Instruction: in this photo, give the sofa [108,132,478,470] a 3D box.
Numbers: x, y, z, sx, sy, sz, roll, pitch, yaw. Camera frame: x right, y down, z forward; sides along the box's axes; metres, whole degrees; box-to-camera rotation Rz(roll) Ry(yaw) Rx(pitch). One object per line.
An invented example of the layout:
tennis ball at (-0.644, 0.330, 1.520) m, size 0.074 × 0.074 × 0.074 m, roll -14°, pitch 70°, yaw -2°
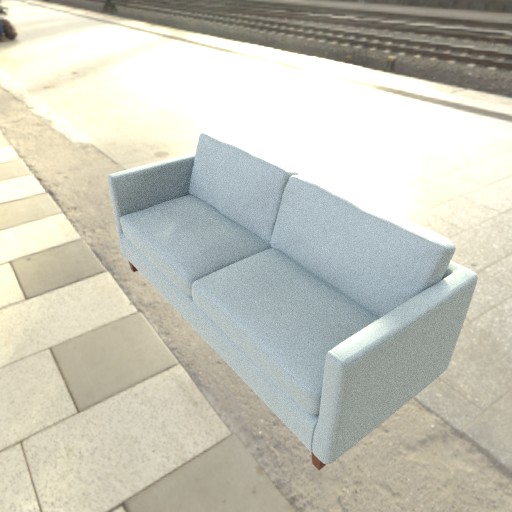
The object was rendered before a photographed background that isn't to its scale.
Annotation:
sofa at (0.000, 0.000, 2.678) m, size 0.951 × 0.965 × 2.208 m, roll -23°, pitch 40°, yaw -31°
